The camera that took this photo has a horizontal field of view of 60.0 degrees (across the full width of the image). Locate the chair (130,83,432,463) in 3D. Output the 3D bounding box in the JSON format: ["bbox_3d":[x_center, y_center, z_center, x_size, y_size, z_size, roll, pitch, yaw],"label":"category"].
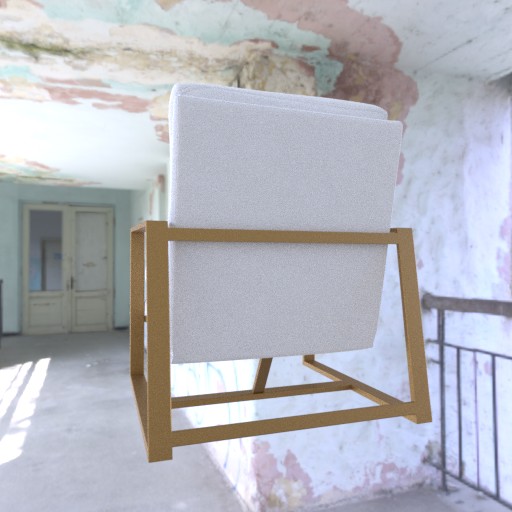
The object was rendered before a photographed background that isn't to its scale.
[{"bbox_3d":[0.000,0.000,1.540,0.805,0.966,0.813,0,-1,-19],"label":"chair"}]
